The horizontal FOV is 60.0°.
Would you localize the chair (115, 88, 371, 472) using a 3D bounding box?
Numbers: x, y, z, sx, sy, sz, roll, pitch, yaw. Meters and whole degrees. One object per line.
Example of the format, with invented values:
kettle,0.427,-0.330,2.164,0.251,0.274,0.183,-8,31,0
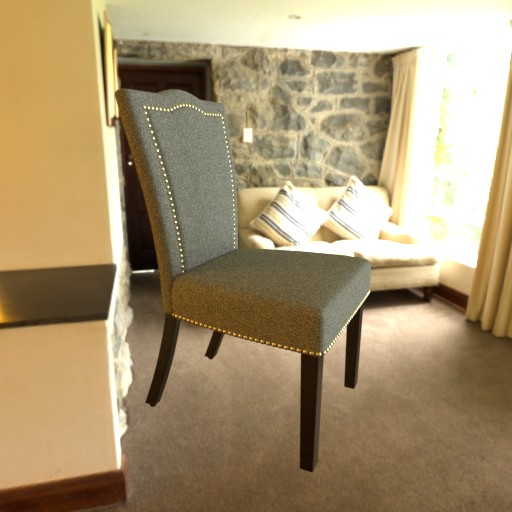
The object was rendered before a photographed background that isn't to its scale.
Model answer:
chair,0.000,0.000,1.304,0.589,0.946,0.518,7,16,25
